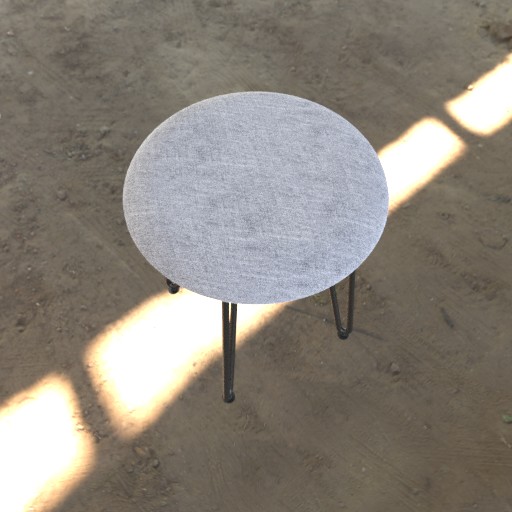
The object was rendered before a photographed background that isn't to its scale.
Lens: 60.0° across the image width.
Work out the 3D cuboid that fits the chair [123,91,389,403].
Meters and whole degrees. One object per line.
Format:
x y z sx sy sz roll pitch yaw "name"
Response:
0.000 0.000 0.656 0.350 0.386 0.350 14 59 8 "chair"
